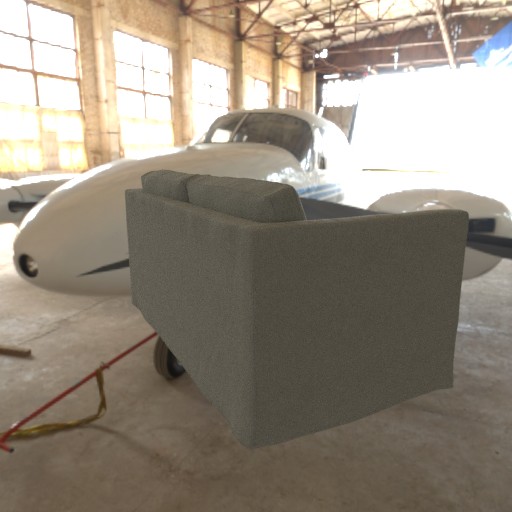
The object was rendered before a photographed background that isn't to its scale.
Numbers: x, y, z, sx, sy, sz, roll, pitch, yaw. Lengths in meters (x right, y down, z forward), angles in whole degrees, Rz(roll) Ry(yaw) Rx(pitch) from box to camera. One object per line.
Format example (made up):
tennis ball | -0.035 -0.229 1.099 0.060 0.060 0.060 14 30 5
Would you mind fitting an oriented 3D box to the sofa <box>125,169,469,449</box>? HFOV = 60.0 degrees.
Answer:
sofa | 0.000 0.000 2.227 0.944 0.830 1.727 -7 14 -27
